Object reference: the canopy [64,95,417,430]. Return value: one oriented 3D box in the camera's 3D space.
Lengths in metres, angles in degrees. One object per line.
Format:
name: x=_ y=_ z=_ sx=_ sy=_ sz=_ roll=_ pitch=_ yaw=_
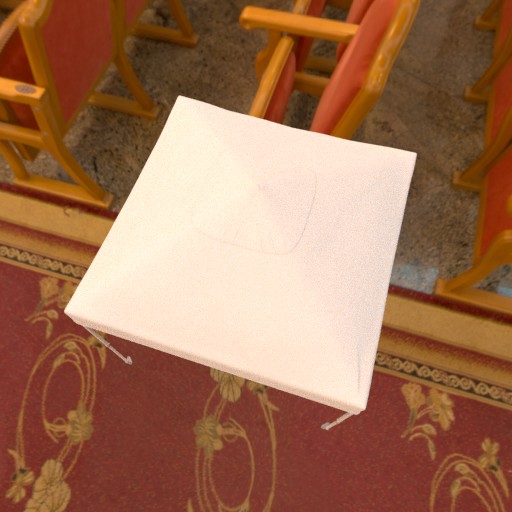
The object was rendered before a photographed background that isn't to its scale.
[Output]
canopy: x=0.000 y=0.000 z=5.386 sx=2.996 sy=2.997 sz=2.998 roll=16 pitch=65 yaw=8
